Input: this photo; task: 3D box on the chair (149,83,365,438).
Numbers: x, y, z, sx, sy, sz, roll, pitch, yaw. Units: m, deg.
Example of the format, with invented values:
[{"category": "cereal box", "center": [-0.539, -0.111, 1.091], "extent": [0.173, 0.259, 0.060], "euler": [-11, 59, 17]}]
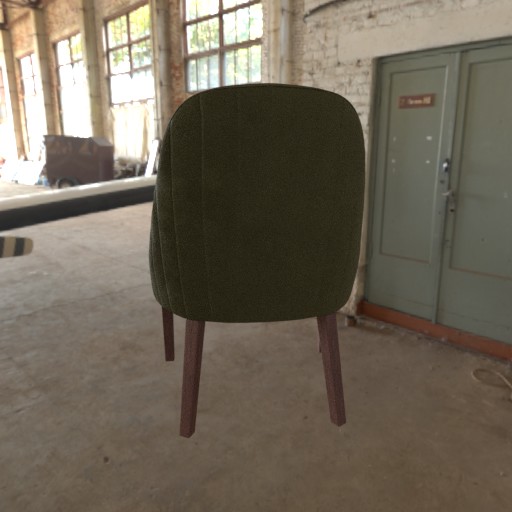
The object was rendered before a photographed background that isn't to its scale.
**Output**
[{"category": "chair", "center": [0.000, 0.000, 1.306], "extent": [0.643, 0.889, 0.575], "euler": [-2, 14, -7]}]
